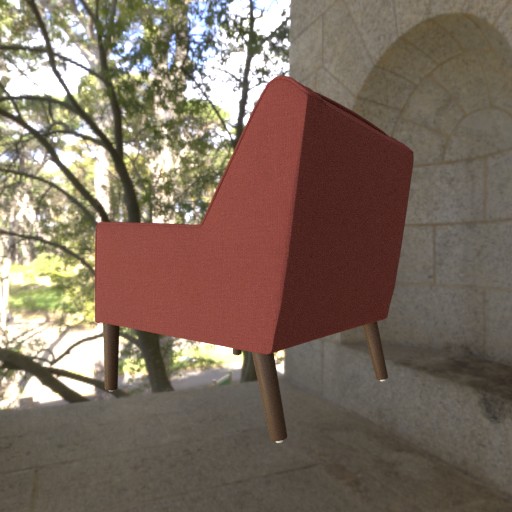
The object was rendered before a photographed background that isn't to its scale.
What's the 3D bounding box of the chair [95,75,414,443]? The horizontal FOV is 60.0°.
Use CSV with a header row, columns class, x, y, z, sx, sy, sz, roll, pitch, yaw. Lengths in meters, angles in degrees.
class,x,y,z,sx,sy,sz,roll,pitch,yaw
chair,0.000,0.000,1.381,0.770,0.812,0.680,0,0,37
